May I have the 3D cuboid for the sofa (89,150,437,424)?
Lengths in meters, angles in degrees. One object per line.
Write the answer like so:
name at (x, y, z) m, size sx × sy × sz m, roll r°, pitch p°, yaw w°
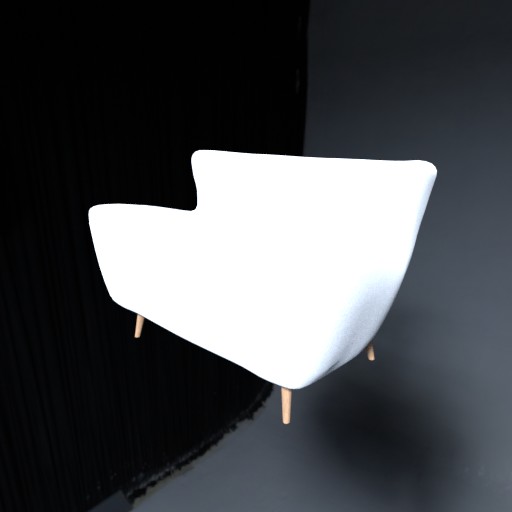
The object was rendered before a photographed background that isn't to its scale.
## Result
sofa at (0.000, 0.000, 2.004) m, size 1.424 × 0.878 × 0.921 m, roll 15°, pitch 22°, yaw 42°
